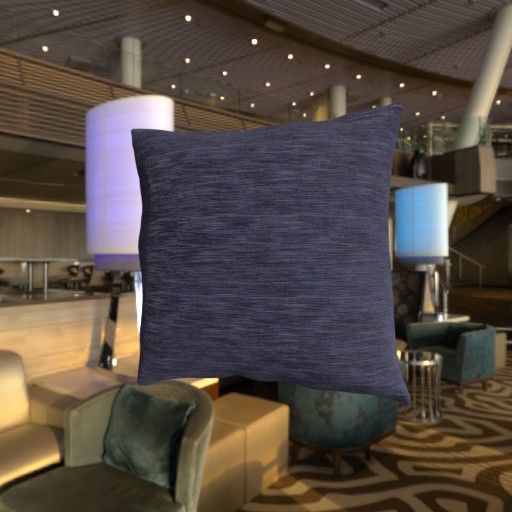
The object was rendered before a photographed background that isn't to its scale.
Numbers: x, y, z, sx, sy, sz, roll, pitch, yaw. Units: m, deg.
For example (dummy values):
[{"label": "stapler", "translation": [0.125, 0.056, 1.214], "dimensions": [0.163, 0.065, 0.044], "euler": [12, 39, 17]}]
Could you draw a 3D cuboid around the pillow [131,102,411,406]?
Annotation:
[{"label": "pillow", "translation": [0.000, 0.000, 0.687], "dimensions": [0.452, 0.439, 0.204], "euler": [0, -1, 18]}]
